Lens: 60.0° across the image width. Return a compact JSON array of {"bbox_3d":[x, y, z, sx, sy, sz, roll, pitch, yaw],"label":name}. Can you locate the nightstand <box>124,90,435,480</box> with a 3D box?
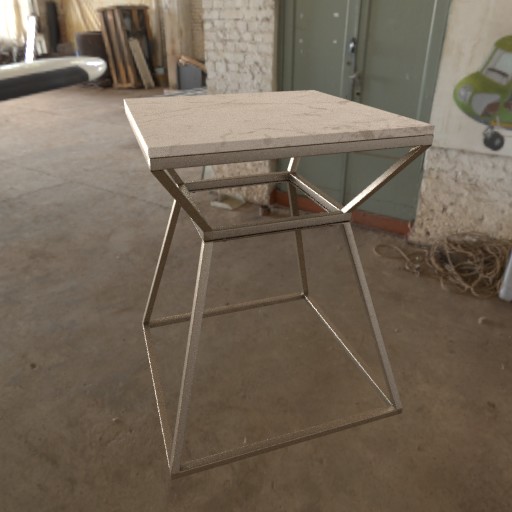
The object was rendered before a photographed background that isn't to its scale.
[{"bbox_3d":[0.000,0.000,0.874,0.455,0.554,0.455,-9,29,-16],"label":"nightstand"}]
